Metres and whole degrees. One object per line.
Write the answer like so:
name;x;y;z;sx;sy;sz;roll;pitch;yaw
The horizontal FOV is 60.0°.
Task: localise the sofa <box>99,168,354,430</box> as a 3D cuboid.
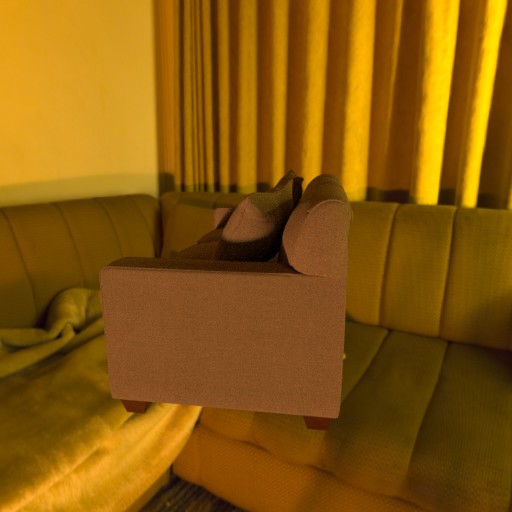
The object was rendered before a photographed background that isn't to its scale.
sofa;0.000;0.000;2.638;0.997;0.958;2.024;2;14;9
